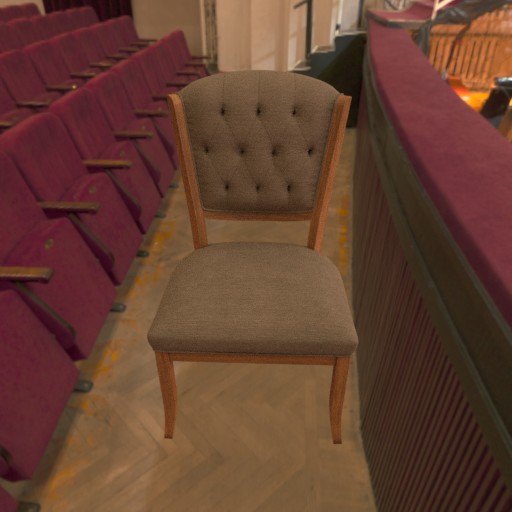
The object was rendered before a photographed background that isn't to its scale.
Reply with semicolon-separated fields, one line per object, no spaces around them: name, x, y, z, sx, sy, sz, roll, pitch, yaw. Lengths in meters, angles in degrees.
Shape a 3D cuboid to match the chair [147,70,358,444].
chair;0.000;0.000;1.266;0.513;0.905;0.584;1;33;2
